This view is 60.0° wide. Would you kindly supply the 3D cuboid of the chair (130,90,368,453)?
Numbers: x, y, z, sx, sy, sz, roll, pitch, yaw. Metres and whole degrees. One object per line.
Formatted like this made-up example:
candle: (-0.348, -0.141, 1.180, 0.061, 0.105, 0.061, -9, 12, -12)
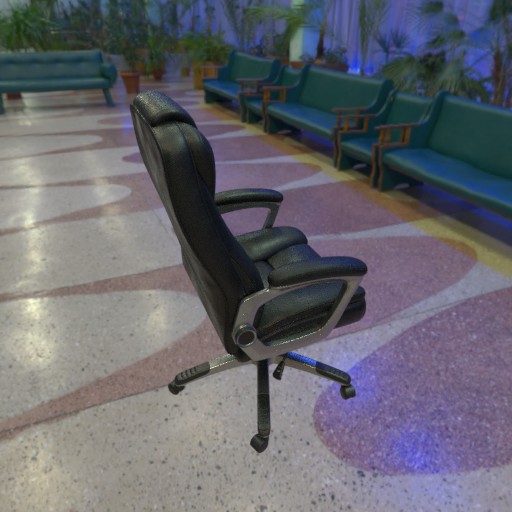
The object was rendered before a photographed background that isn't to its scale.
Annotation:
chair: (0.000, 0.000, 1.500, 0.689, 1.075, 0.697, -11, 32, -19)
